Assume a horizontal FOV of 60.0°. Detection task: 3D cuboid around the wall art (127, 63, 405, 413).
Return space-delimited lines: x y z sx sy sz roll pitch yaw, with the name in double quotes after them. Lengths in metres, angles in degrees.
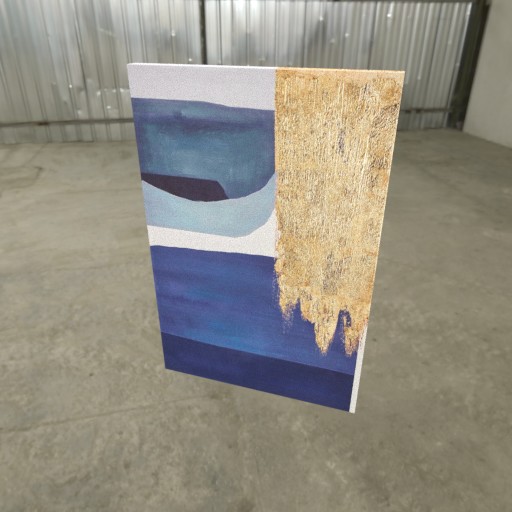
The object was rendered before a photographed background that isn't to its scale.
0.000 0.000 1.159 0.607 0.911 0.039 8 29 15 "wall art"
